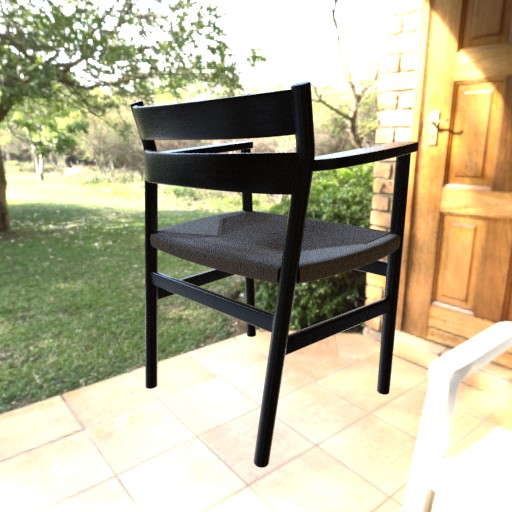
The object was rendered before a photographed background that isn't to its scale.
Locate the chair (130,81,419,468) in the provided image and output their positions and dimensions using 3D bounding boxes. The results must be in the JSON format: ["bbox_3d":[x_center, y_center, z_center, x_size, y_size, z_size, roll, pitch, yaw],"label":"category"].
[{"bbox_3d":[0.000,0.000,1.144,0.508,0.775,0.630,-14,20,-43],"label":"chair"}]
